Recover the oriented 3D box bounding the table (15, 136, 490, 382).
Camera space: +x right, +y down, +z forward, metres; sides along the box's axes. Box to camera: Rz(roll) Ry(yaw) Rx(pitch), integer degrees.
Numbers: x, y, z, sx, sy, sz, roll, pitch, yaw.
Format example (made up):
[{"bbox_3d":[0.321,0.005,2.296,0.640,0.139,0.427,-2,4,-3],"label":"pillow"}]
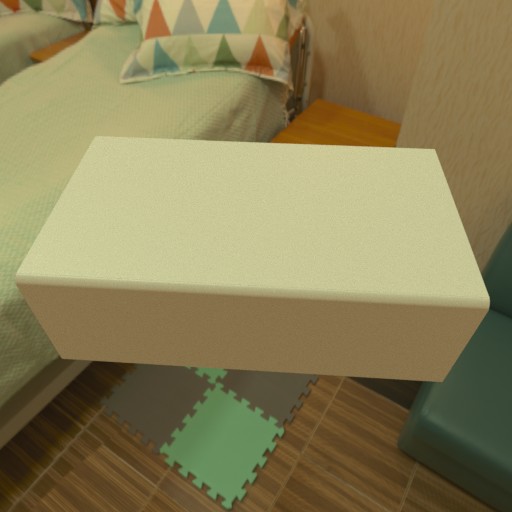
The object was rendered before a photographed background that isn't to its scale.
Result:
[{"bbox_3d":[0.000,0.000,1.388,1.097,0.442,0.639,3,47,3],"label":"table"}]
